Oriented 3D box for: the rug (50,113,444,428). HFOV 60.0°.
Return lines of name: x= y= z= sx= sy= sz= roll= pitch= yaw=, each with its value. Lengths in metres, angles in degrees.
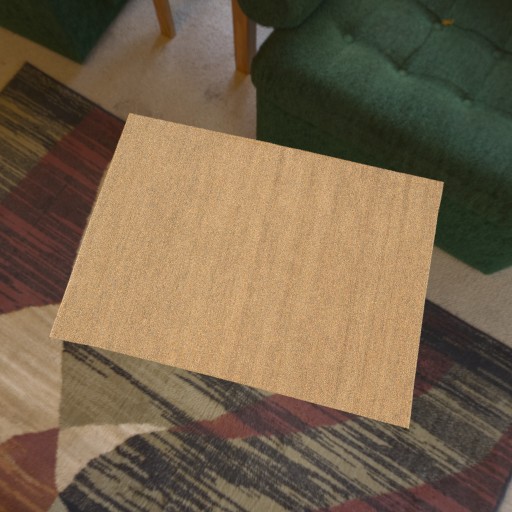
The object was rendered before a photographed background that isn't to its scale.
rug: x=0.000 y=0.000 z=2.890 sx=2.264 sy=0.030 sz=1.624 roll=13 pitch=76 yaw=3
